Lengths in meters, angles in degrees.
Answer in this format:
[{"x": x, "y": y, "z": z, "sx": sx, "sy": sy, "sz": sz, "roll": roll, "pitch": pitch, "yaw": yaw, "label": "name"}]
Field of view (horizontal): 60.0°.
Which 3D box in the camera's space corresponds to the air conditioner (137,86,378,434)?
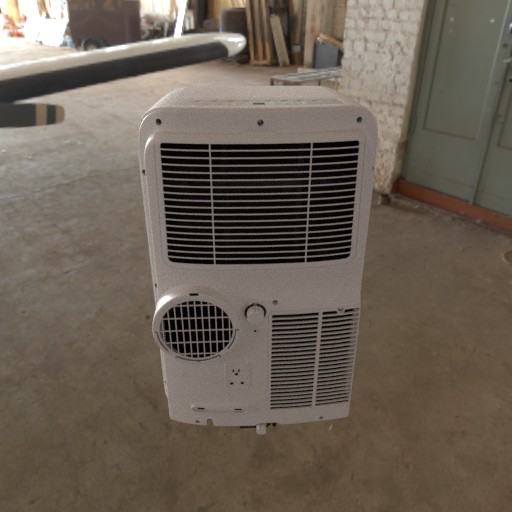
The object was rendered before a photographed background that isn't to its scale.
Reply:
[{"x": 0.000, "y": 0.000, "z": 1.079, "sx": 0.478, "sy": 0.765, "sz": 0.467, "roll": -1, "pitch": 30, "yaw": -2, "label": "air conditioner"}]
